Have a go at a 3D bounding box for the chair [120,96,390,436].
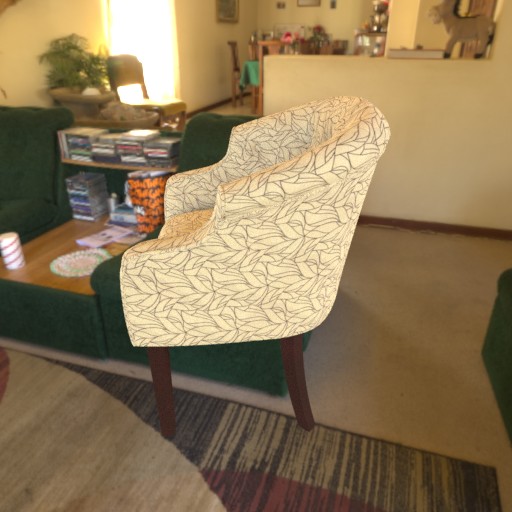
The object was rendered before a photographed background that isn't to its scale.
[{"bbox_3d":[0.000,0.000,1.275,0.613,0.858,0.686,0,27,0],"label":"chair"}]
